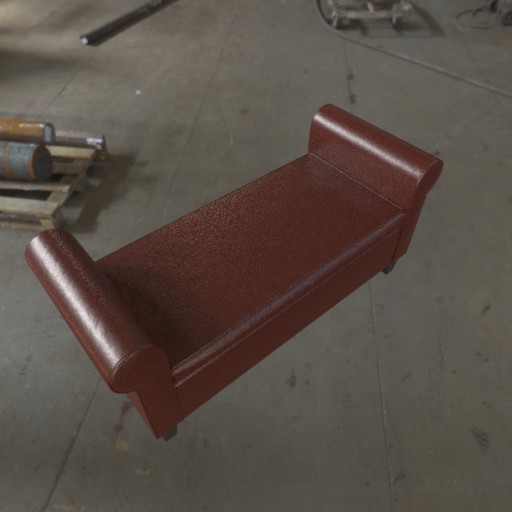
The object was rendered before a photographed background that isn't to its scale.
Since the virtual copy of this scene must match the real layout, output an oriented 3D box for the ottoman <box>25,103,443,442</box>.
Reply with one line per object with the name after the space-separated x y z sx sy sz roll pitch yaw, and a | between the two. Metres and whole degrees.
0.000 0.000 1.529 1.256 0.547 0.521 -31 54 -26 | ottoman
